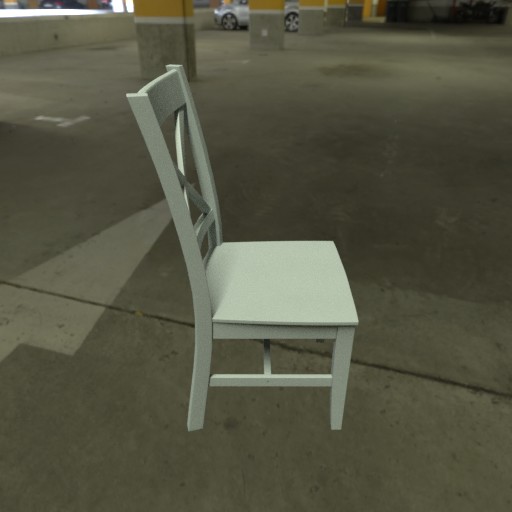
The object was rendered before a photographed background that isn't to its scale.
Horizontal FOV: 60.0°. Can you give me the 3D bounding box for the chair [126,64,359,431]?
[{"bbox_3d":[0.000,0.000,1.301,0.542,0.983,0.485,0,30,0],"label":"chair"}]
